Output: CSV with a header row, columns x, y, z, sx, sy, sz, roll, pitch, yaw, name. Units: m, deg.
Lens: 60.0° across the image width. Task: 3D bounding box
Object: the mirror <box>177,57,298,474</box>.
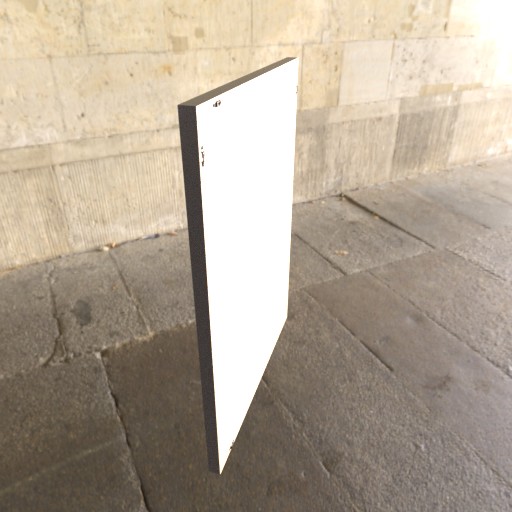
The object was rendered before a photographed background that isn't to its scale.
x,y,z,sx,sy,sz,roll,pitch,yaw,name
0.000,0.000,1.327,0.040,1.016,0.762,9,31,15,mirror
